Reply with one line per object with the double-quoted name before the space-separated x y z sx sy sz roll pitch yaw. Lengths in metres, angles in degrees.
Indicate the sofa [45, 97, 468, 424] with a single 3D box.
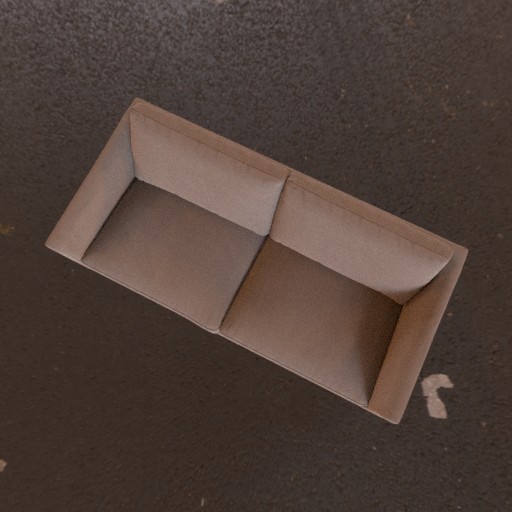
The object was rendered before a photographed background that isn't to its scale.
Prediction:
"sofa" 0.000 0.000 2.789 2.588 0.838 1.090 26 78 6
